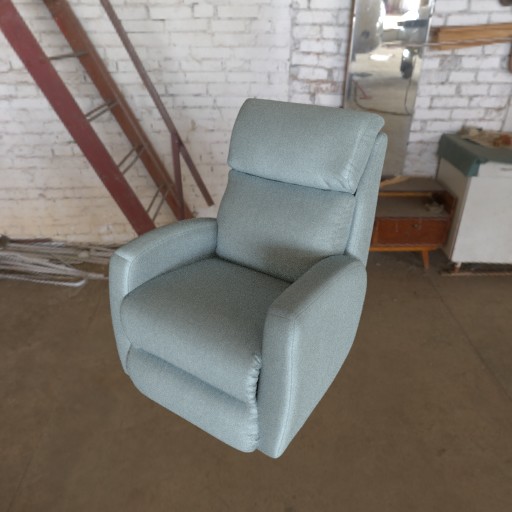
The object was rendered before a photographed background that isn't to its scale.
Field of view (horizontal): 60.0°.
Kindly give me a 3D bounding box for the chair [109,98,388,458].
[{"bbox_3d":[0.000,0.000,1.700,0.794,1.016,0.940,18,34,29],"label":"chair"}]
